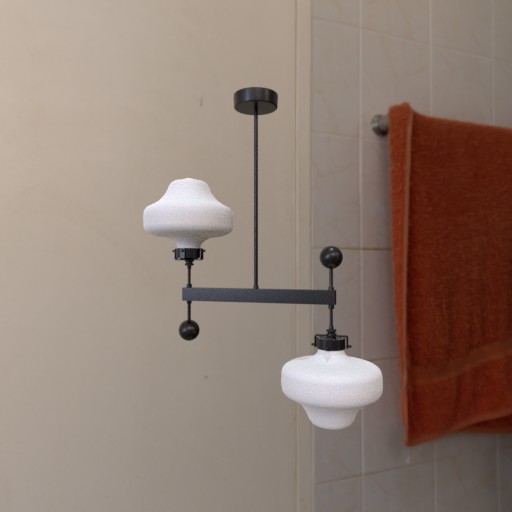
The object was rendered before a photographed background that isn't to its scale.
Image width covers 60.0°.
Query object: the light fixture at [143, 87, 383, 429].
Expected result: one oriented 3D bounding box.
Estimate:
[{"bbox_3d":[0.000,0.000,1.019,0.489,0.743,0.422,0,-1,-19],"label":"light fixture"}]
